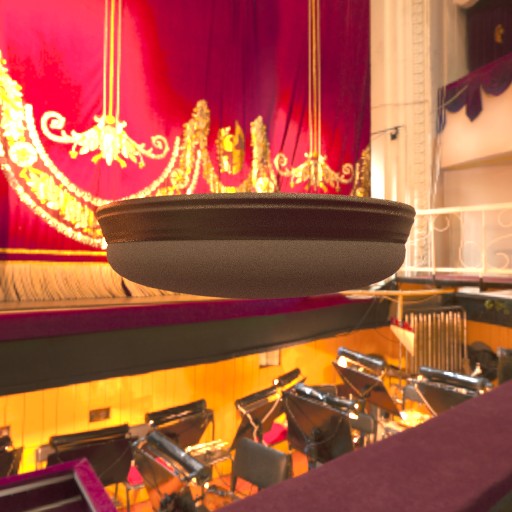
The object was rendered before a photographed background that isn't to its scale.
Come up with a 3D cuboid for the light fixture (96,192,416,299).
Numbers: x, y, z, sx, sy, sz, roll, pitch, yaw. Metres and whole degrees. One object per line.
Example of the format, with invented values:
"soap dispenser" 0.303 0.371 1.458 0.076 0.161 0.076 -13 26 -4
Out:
"light fixture" 0.000 0.000 0.541 0.368 0.100 0.368 0 0 0
